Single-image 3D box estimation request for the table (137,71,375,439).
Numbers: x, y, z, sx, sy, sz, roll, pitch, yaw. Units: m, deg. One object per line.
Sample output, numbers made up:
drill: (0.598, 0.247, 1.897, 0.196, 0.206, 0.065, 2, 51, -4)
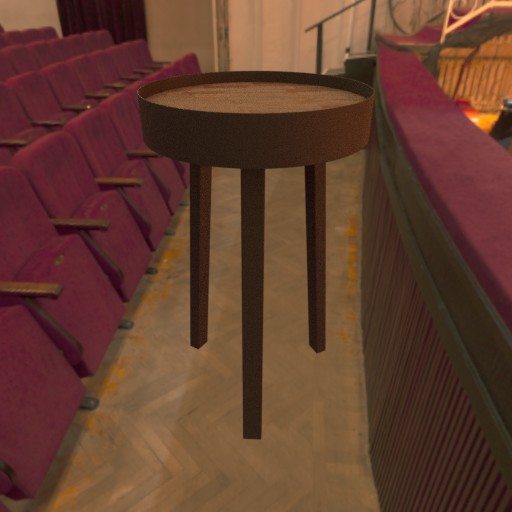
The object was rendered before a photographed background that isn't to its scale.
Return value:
table: (0.000, 0.000, 0.951, 0.406, 0.686, 0.406, 2, 30, 3)
